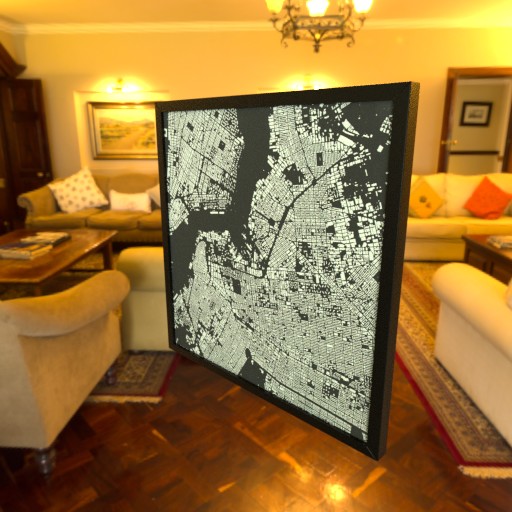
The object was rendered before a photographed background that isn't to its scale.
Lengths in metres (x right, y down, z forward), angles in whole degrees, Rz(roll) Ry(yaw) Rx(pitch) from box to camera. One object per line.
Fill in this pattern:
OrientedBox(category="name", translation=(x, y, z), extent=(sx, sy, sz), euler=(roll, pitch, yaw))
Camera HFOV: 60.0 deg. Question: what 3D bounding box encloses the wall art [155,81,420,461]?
OrientedBox(category="wall art", translation=(0.000, 0.000, 1.108), extent=(0.755, 0.761, 0.038), euler=(14, 21, 42))
